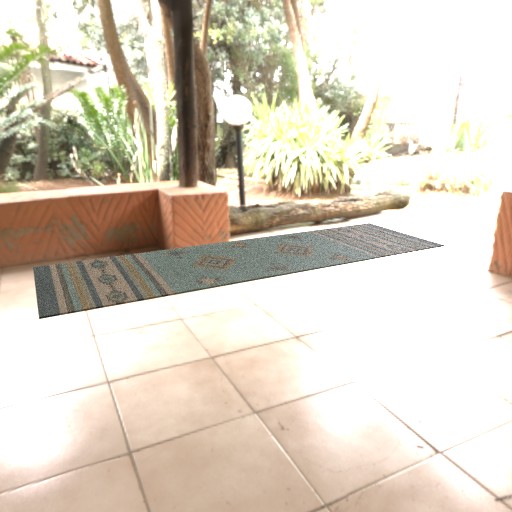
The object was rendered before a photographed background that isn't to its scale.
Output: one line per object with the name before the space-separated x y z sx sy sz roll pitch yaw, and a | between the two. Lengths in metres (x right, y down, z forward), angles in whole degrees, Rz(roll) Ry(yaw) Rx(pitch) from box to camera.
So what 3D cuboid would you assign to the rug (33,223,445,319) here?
rug | 0.000 0.000 2.716 2.441 0.010 0.744 -9 19 -26
